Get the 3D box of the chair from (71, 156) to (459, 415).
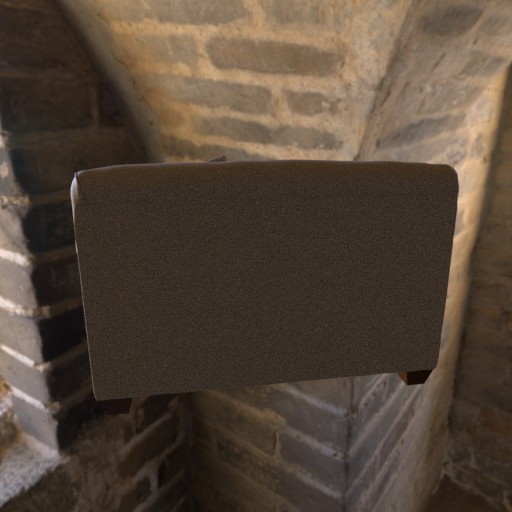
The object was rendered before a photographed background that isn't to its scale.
[{"bbox_3d":[0.000,0.000,2.079,1.383,0.948,1.000,-3,16,-9],"label":"chair"}]
